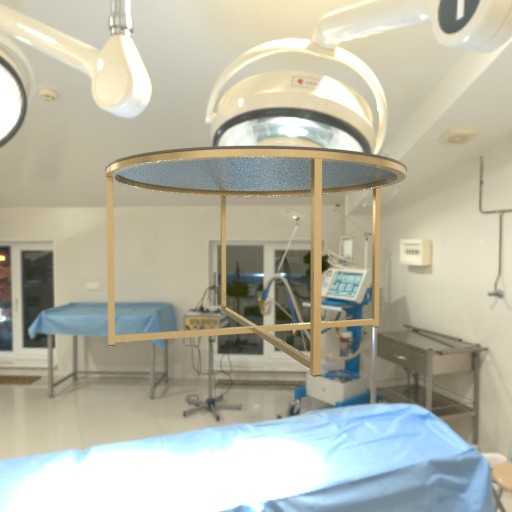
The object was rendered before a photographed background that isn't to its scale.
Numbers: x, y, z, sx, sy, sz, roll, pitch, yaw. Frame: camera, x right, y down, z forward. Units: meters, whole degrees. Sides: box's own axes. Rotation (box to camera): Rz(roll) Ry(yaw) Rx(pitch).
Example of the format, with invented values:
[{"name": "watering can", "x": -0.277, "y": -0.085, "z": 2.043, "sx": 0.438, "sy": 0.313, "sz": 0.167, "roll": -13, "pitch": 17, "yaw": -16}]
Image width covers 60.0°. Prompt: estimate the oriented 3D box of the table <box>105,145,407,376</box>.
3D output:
[{"name": "table", "x": 0.000, "y": 0.000, "z": 1.250, "sx": 0.800, "sy": 0.450, "sz": 0.800, "roll": 0, "pitch": 2, "yaw": 0}]
